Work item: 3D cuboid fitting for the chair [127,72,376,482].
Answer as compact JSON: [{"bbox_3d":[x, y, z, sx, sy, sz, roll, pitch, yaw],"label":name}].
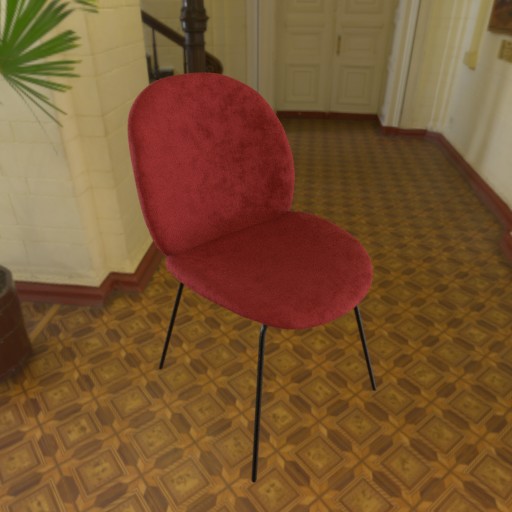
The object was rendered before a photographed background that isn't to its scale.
[{"bbox_3d":[0.000,0.000,1.118,0.458,0.791,0.587,-22,38,-32],"label":"chair"}]
